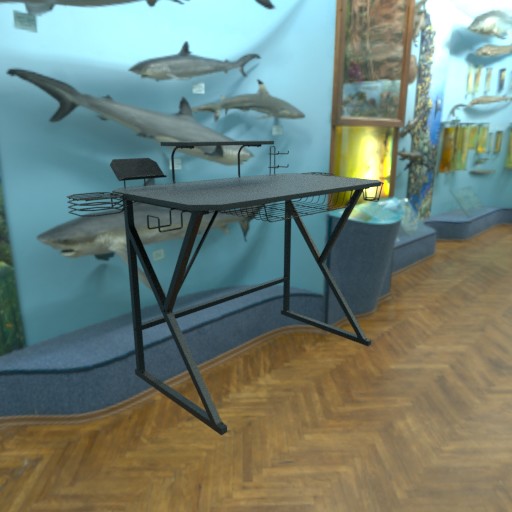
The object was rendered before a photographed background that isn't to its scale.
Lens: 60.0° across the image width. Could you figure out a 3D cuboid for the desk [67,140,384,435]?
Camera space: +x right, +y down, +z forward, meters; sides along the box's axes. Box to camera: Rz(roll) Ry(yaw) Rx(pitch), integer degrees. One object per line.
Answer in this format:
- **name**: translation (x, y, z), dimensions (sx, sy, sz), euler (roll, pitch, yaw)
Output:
- **desk**: translation (0.000, 0.000, 1.763), dimensions (1.290, 0.880, 0.580), euler (-15, 21, -43)
